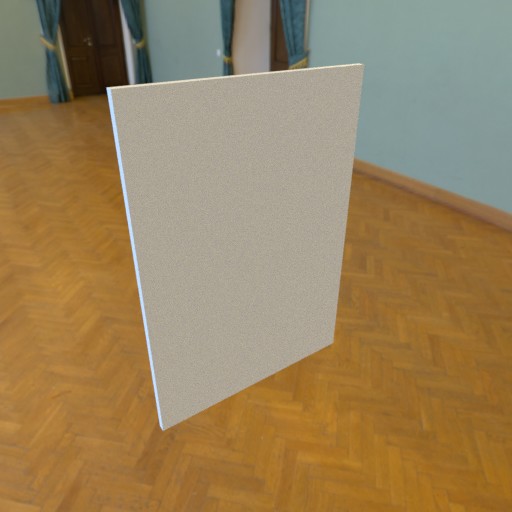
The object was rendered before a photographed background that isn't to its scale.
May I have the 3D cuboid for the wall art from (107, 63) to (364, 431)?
[{"bbox_3d":[0.000,0.000,0.696,0.381,0.533,0.013,-19,35,-30],"label":"wall art"}]
